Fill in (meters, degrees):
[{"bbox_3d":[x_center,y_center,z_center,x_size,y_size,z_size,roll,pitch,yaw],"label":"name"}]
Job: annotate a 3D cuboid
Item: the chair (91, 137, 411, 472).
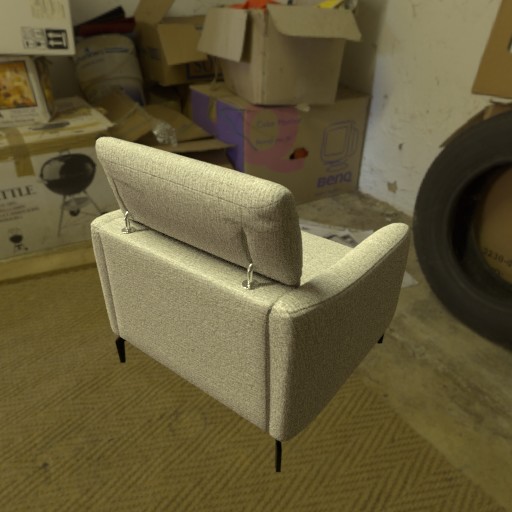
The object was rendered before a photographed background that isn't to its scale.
[{"bbox_3d":[0.000,0.000,1.701,0.972,0.967,0.835,22,37,32],"label":"chair"}]
